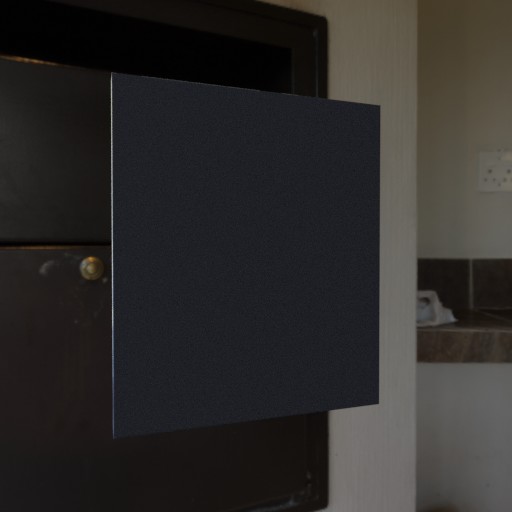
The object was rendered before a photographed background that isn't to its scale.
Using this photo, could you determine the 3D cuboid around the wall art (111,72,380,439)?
[{"bbox_3d":[0.000,0.000,0.705,0.435,0.511,0.037,0,1,-19],"label":"wall art"}]
